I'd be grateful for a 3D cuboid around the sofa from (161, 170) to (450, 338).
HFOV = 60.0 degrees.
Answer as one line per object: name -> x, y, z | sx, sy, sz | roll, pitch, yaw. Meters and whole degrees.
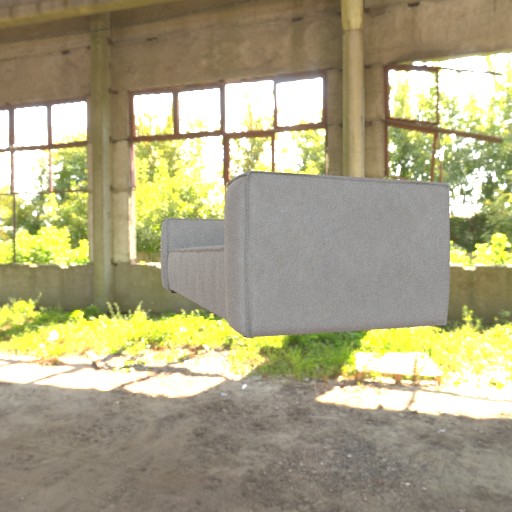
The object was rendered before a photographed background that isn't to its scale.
sofa -> 0.000, 0.000, 3.091 | 1.038, 0.680, 2.697 | 0, 0, -19
